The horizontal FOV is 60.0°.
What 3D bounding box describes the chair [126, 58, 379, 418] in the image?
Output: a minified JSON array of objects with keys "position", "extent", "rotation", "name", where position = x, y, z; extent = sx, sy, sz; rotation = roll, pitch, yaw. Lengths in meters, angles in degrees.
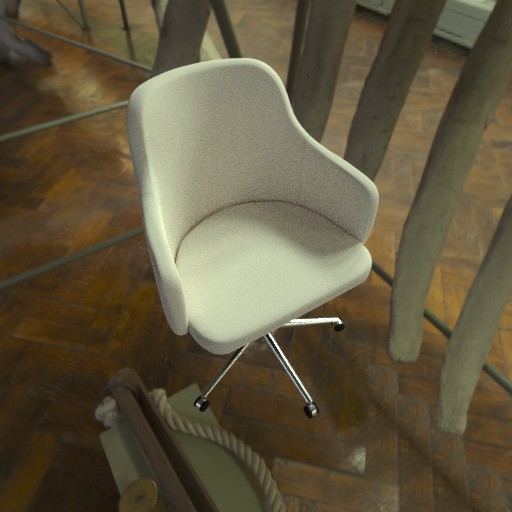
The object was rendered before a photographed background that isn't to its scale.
[{"position":[0.000,0.000,1.208],"extent":[0.602,0.819,0.647],"rotation":[-24,51,-21],"name":"chair"}]
